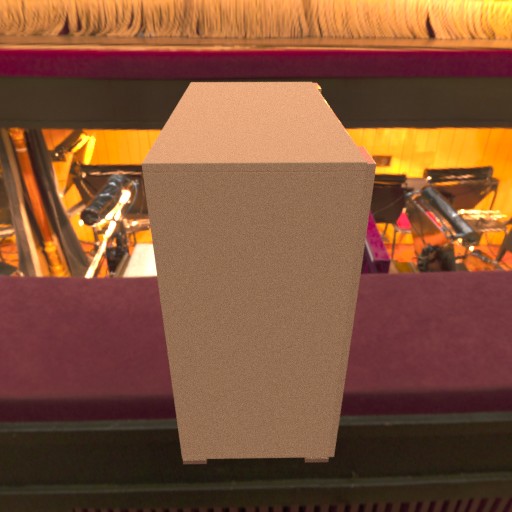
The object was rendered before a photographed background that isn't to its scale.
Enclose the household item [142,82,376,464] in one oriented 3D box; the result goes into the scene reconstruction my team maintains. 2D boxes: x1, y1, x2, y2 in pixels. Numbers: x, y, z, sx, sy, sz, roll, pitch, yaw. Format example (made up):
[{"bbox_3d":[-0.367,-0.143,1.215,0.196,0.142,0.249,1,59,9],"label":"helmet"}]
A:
[{"bbox_3d":[0.000,0.000,1.357,0.420,0.870,0.800,0,31,-1],"label":"household item"}]
